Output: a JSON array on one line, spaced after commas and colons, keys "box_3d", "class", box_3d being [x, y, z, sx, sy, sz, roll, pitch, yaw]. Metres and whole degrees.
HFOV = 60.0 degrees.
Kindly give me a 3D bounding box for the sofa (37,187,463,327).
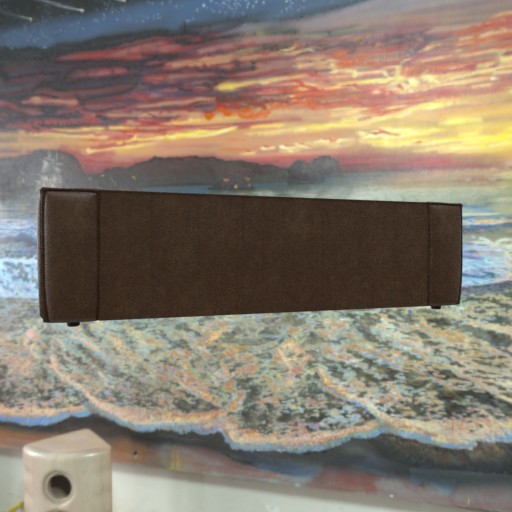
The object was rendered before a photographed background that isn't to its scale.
[{"box_3d": [0.000, 0.000, 3.013, 2.581, 0.701, 1.102, 0, 1, -17], "class": "sofa"}]
